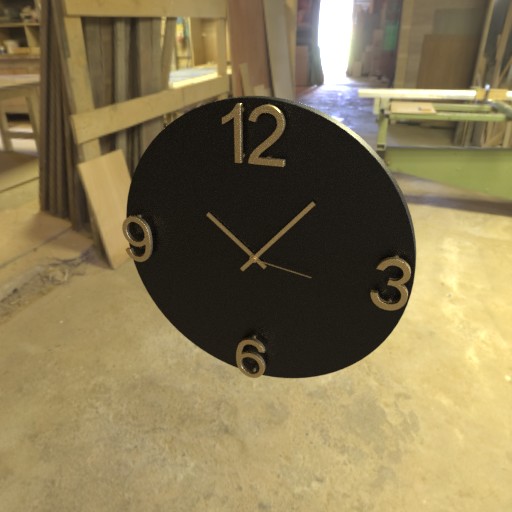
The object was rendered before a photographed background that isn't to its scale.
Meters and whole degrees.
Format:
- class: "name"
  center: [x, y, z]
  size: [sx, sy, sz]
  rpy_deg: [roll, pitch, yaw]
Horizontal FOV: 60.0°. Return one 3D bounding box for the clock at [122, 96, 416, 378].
- class: "clock"
  center: [0.000, 0.000, 0.669]
  size: [0.454, 0.454, 0.038]
  rpy_deg: [9, 28, 18]
